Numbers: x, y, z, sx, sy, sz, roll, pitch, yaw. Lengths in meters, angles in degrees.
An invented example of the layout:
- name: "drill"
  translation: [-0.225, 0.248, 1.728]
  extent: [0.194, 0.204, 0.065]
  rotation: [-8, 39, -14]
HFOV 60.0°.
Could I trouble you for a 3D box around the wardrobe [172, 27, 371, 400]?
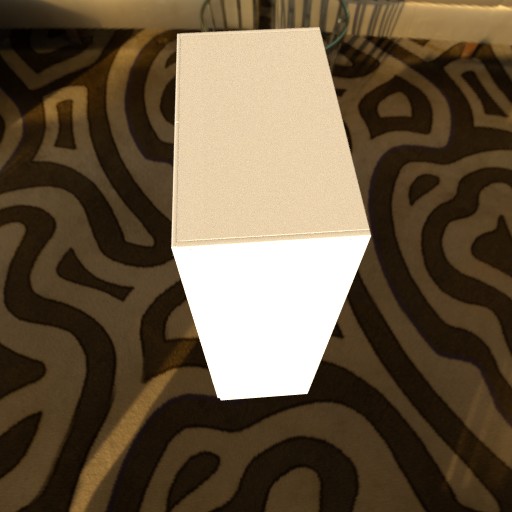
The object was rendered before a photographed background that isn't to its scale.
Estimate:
- name: "wardrobe"
  translation: [0.000, 0.000, 2.265]
  extent: [0.577, 1.808, 0.991]
  rotation: [-4, 59, -2]
